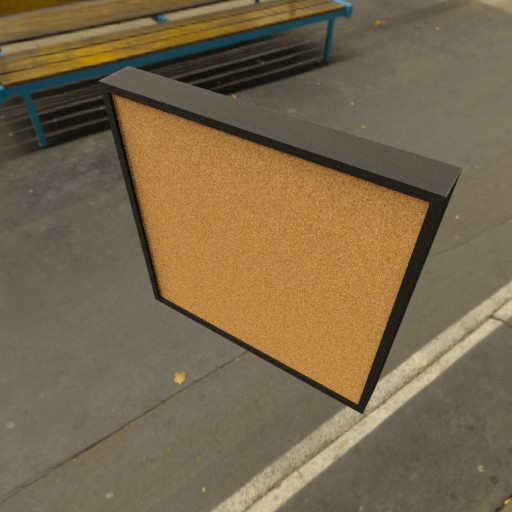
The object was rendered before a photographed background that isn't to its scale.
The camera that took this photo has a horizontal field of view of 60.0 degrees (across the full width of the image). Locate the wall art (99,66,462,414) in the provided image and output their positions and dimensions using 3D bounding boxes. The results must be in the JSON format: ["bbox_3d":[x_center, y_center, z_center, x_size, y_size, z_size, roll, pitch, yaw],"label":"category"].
[{"bbox_3d":[0.000,0.000,0.453,0.305,0.305,0.037,25,51,22],"label":"wall art"}]
